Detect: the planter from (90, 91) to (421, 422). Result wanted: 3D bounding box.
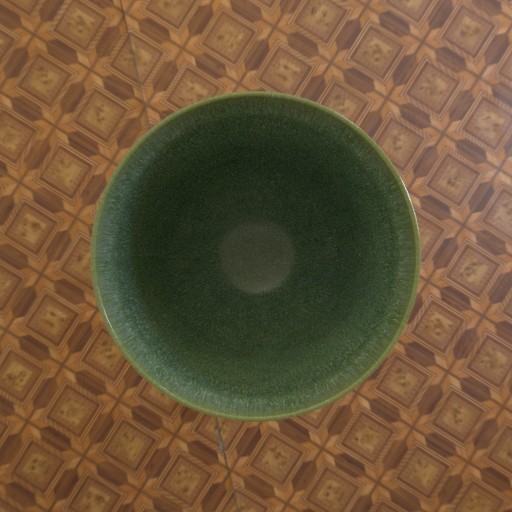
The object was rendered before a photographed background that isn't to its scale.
[{"bbox_3d":[0.000,0.000,0.489,0.266,0.270,0.266,0,90,0],"label":"planter"}]
